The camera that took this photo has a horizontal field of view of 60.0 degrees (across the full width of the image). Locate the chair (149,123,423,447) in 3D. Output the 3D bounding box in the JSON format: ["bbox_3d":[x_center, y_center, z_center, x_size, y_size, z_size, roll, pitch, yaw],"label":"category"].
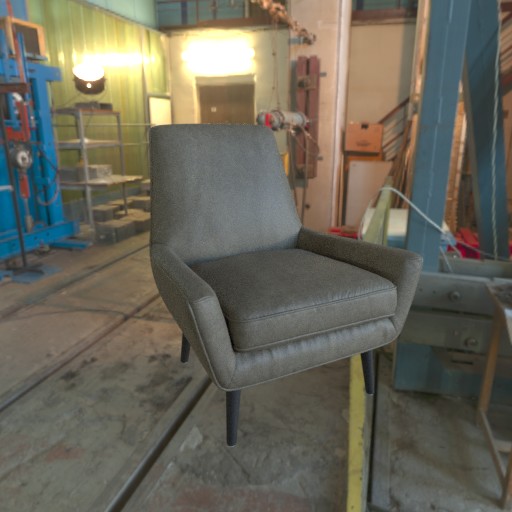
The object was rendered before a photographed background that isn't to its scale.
[{"bbox_3d":[0.000,0.000,1.548,0.787,0.888,0.824,-9,19,-28],"label":"chair"}]
